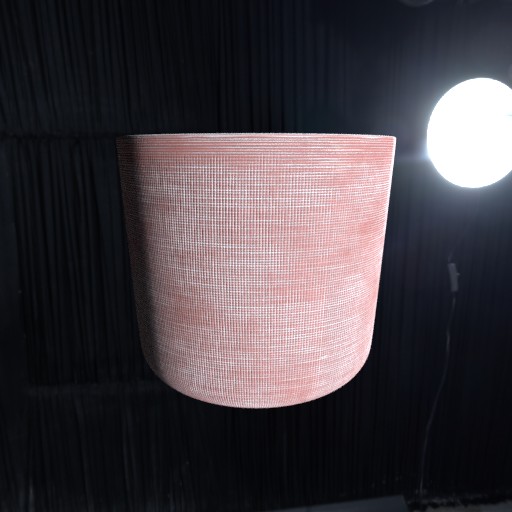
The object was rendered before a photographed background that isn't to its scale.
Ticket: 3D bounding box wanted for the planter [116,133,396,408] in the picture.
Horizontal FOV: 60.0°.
[{"bbox_3d":[0.000,0.000,0.775,0.440,0.398,0.440,0,13,0],"label":"planter"}]
